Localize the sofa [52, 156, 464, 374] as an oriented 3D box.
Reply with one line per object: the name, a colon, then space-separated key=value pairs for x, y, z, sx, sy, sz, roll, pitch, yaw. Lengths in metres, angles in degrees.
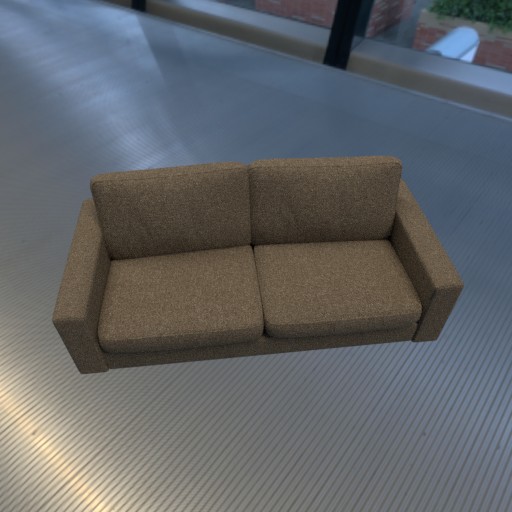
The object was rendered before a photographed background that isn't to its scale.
sofa: x=0.000 y=0.000 z=2.715 sx=2.179 sy=0.873 sz=1.016 roll=-4 pitch=46 yaw=-4
